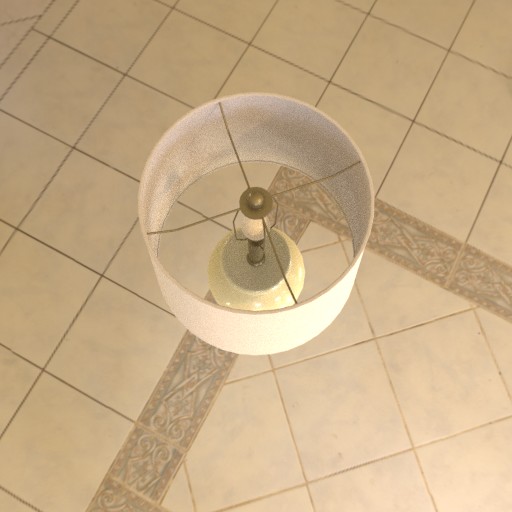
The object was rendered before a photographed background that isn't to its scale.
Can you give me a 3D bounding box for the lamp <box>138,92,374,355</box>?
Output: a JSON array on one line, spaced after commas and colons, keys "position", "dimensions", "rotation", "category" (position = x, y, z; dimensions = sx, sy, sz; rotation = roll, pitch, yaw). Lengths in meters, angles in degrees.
[{"position": [0.000, 0.000, 0.545], "dimensions": [0.239, 0.399, 0.239], "rotation": [0, 76, 0], "category": "lamp"}]
